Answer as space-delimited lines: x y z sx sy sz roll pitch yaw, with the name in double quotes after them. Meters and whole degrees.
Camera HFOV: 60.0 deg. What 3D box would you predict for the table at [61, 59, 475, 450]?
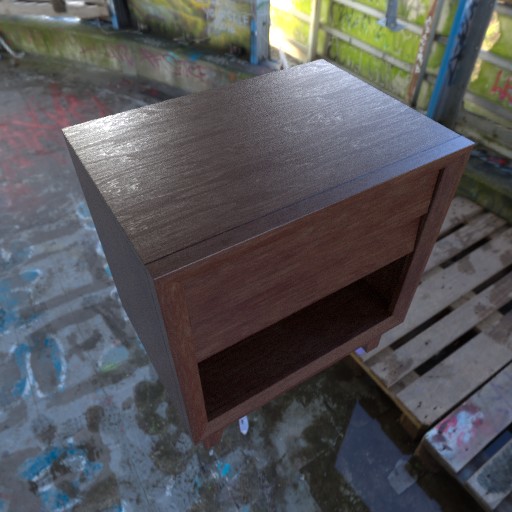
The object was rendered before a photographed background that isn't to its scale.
0.000 0.000 0.965 0.557 0.609 0.449 -24 50 -22 "table"
